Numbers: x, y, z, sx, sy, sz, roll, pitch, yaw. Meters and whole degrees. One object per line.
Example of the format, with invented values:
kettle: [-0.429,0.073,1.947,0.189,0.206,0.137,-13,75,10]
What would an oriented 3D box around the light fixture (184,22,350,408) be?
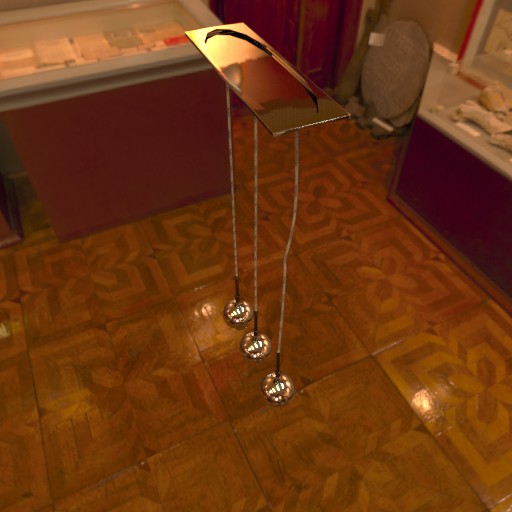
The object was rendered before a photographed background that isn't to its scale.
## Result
light fixture: [0.000,0.000,1.650,0.188,1.408,0.623,-18,49,-16]
